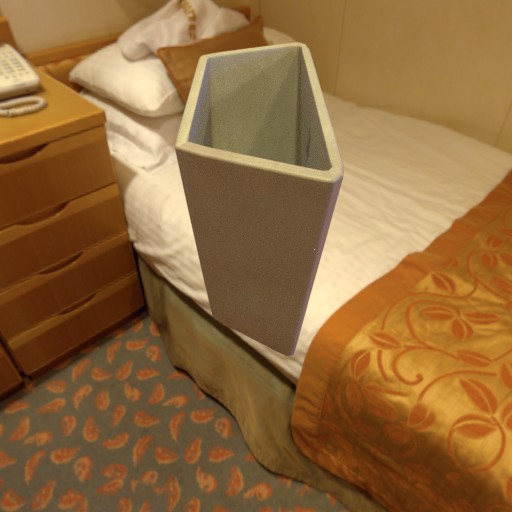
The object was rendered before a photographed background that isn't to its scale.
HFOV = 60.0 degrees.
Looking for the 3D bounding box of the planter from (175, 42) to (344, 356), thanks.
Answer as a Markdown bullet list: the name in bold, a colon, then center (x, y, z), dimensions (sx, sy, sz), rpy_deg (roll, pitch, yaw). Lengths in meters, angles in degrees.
- **planter**: center (0.000, 0.000, 0.265), dimensions (0.060, 0.197, 0.150), rpy_deg (0, 42, 0)
